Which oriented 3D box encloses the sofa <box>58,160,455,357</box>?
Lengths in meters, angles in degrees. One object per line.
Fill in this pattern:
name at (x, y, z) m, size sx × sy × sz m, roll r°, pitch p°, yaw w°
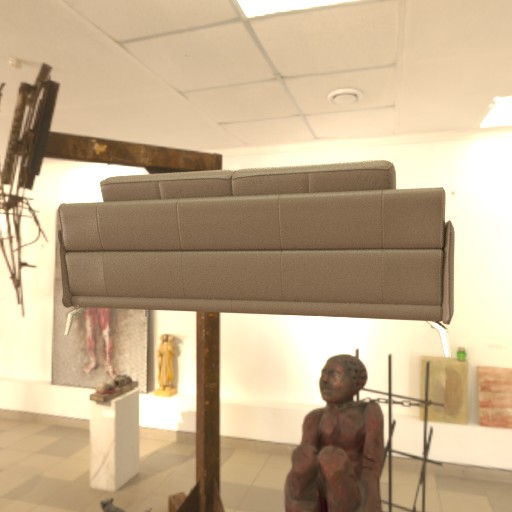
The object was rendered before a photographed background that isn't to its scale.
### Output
sofa at (0.000, 0.000, 2.622) m, size 2.101 × 0.930 × 1.049 m, roll 0°, pitch 0°, yaw 16°
